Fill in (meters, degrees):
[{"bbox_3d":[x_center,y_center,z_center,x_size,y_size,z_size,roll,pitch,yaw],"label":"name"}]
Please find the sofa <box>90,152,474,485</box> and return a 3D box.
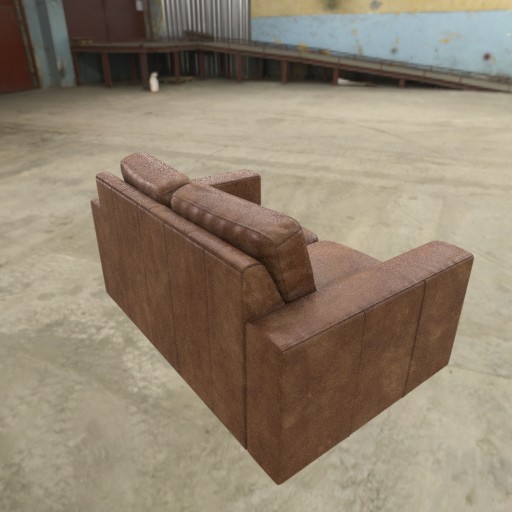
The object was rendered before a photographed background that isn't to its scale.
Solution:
[{"bbox_3d":[0.000,0.000,2.175,1.041,0.889,1.626,-19,32,-33],"label":"sofa"}]
